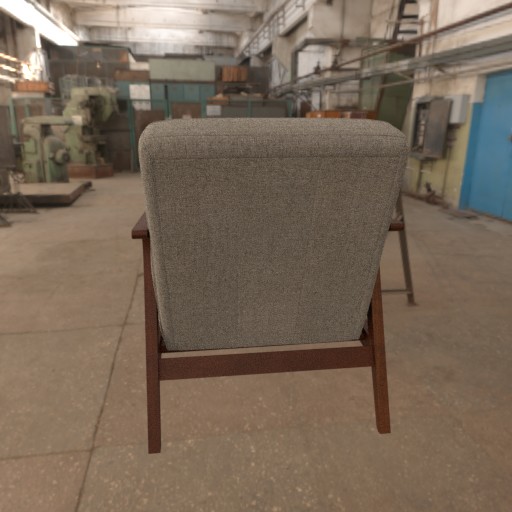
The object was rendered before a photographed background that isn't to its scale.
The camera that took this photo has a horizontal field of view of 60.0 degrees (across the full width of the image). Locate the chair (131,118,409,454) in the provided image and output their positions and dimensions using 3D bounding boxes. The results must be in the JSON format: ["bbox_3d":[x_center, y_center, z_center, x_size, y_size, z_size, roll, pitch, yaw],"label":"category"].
[{"bbox_3d":[0.000,0.000,1.433,0.704,0.847,0.858,-2,17,-7],"label":"chair"}]
